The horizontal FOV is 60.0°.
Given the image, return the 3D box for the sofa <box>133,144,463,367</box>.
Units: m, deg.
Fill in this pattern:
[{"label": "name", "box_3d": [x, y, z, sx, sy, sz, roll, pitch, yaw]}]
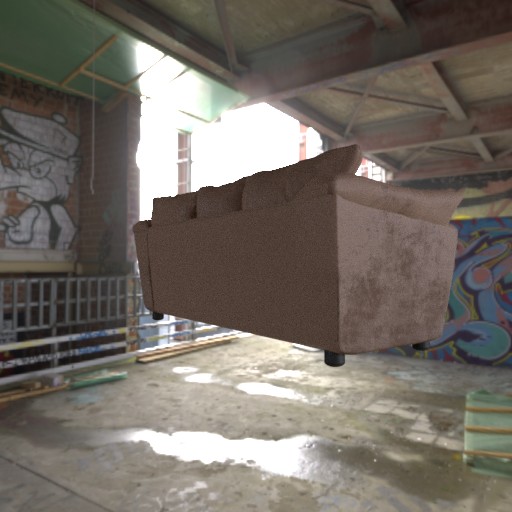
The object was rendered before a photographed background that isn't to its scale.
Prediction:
[{"label": "sofa", "box_3d": [0.000, 0.000, 2.872, 0.893, 0.981, 2.377, 1, -1, -35]}]
